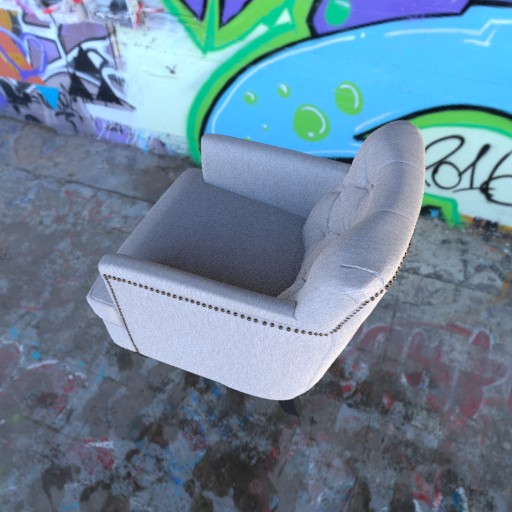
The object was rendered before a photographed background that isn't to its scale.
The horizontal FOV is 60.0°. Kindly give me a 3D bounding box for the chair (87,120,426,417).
[{"bbox_3d":[0.000,0.000,1.508,0.902,0.823,0.737,16,49,14],"label":"chair"}]
